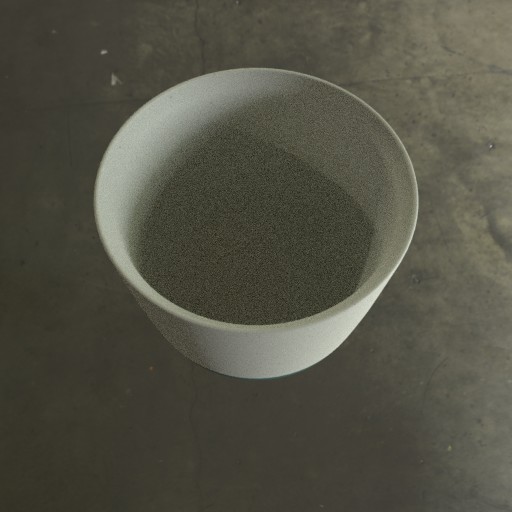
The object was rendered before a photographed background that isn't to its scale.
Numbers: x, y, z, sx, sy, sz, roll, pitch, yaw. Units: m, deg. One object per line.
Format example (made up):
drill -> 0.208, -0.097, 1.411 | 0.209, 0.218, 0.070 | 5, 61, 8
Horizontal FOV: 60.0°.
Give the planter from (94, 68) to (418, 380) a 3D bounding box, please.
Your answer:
planter -> 0.000, 0.000, 0.375 | 0.204, 0.214, 0.204 | 0, 63, 0
